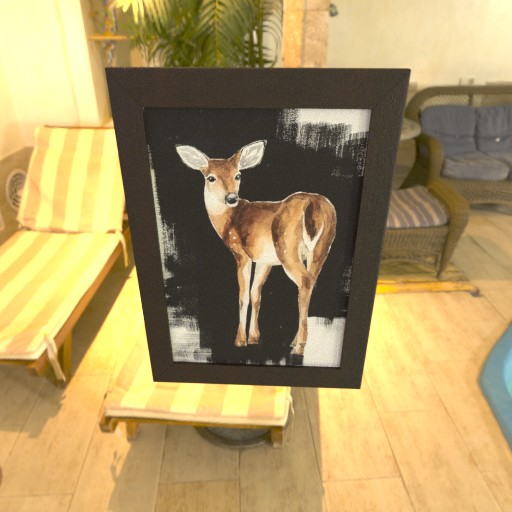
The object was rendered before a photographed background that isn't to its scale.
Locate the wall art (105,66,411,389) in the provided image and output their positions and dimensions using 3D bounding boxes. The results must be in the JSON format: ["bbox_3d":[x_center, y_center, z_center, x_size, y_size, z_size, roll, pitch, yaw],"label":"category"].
[{"bbox_3d":[0.000,0.000,0.647,0.359,0.508,0.013,1,29,2],"label":"wall art"}]
